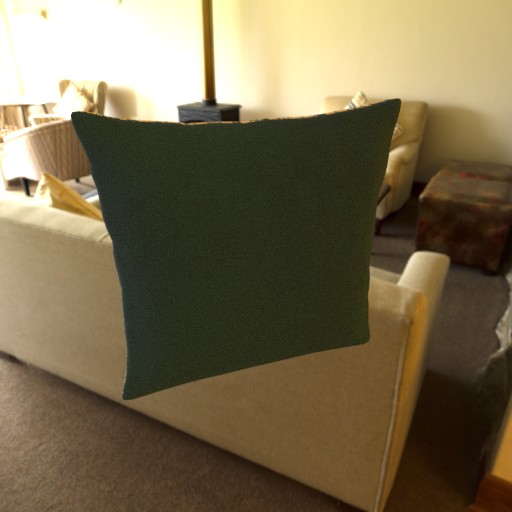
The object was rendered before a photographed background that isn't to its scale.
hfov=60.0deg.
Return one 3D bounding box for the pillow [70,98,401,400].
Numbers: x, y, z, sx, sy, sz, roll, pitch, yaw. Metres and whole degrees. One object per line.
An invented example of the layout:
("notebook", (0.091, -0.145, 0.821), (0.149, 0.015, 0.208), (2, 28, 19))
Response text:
("pillow", (0.000, 0.000, 0.777), (0.523, 0.510, 0.166), (-9, 27, -17))
